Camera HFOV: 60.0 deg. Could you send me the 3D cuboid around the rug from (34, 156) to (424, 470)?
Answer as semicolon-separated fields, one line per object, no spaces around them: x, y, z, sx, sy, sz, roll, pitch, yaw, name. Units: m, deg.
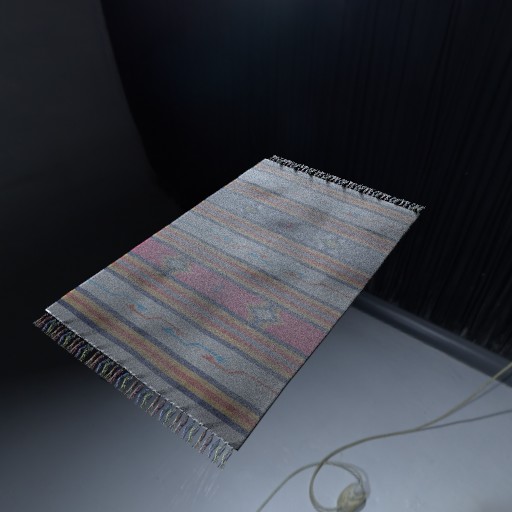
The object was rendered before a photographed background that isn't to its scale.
0.000;0.000;2.237;1.084;0.013;1.849;26;47;26;rug
